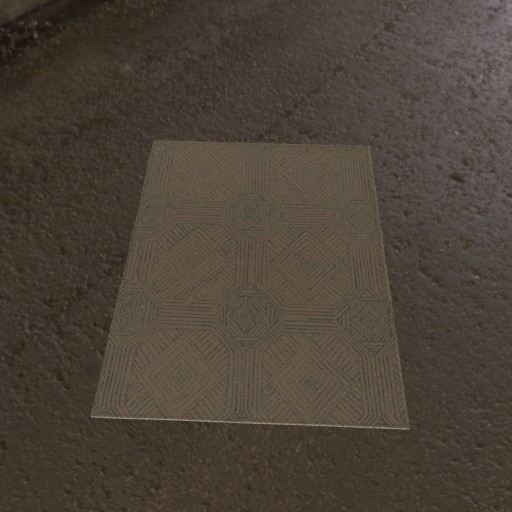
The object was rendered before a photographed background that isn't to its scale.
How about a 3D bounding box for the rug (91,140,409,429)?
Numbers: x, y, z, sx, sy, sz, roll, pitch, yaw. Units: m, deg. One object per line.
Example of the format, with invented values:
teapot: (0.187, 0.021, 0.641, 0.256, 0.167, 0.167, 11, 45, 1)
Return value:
rug: (0.000, 0.000, 4.224, 2.457, 0.015, 3.049, 2, 57, 1)
